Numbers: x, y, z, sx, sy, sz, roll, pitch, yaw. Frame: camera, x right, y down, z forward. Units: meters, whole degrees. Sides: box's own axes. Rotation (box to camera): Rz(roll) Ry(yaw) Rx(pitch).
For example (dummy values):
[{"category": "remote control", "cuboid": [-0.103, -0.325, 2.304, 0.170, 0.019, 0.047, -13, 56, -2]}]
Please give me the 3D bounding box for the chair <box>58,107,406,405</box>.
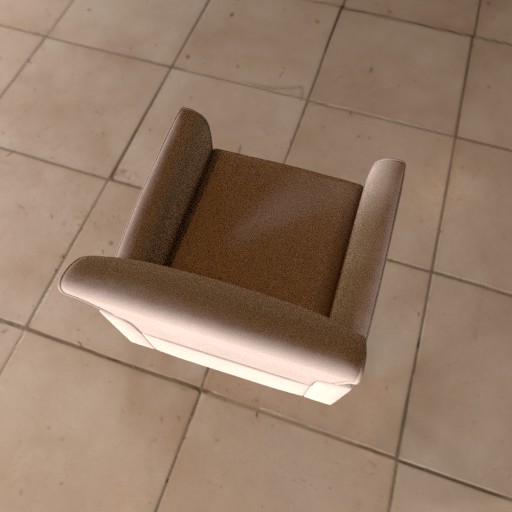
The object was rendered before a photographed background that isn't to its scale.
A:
[{"category": "chair", "cuboid": [0.000, 0.000, 1.540, 0.820, 0.915, 0.820, 16, 66, 7]}]
